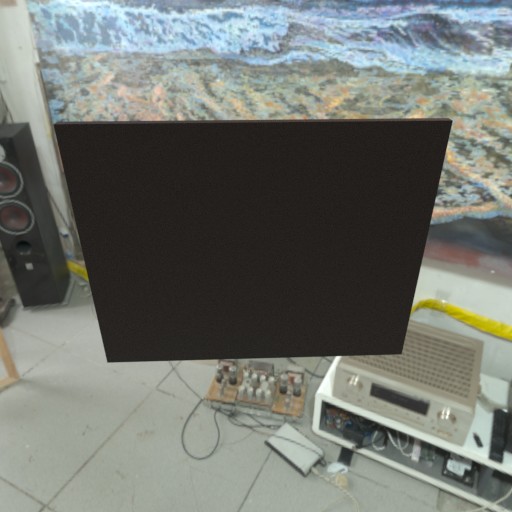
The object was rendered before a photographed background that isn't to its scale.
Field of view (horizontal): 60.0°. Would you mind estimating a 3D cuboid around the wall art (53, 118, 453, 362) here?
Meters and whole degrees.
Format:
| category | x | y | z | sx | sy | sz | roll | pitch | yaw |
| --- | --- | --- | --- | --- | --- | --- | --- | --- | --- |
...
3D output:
| category | x | y | z | sx | sy | sz | roll | pitch | yaw |
| --- | --- | --- | --- | --- | --- | --- | --- | --- | --- |
| wall art | 0.000 | 0.000 | 1.591 | 1.207 | 0.952 | 0.034 | -1 | 30 | -2 |
